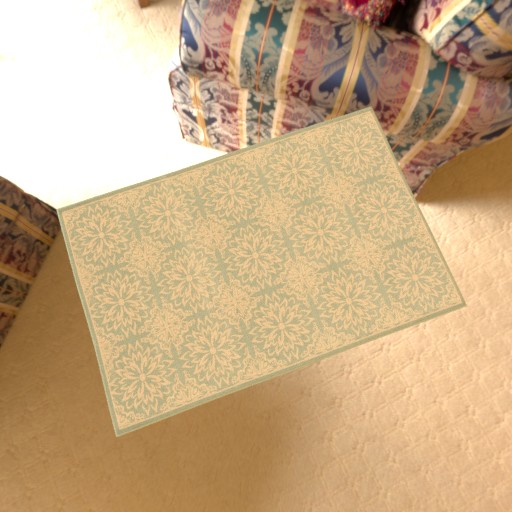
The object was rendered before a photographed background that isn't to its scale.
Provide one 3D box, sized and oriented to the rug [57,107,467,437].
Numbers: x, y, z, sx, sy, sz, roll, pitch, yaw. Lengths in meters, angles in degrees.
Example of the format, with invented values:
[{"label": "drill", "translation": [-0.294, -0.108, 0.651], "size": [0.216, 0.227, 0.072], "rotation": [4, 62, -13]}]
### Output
[{"label": "rug", "translation": [0.000, 0.000, 3.454], "size": [2.746, 0.018, 1.819], "rotation": [-19, 76, -5]}]
